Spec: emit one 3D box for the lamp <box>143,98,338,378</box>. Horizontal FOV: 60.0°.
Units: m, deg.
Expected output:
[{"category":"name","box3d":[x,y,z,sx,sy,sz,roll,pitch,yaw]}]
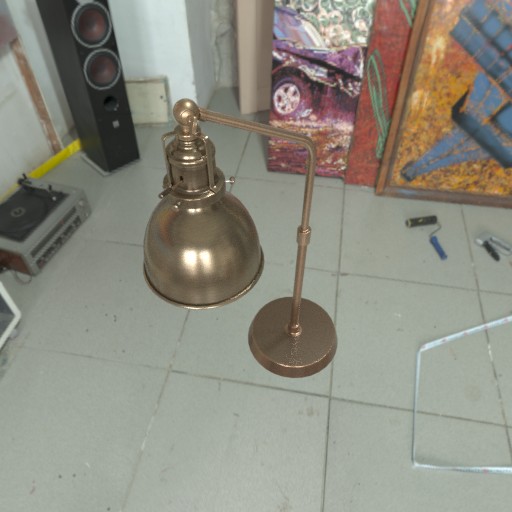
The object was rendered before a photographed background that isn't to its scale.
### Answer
[{"category":"lamp","box3d":[0.000,0.000,0.577,0.286,0.456,0.153,-14,49,-13]}]
